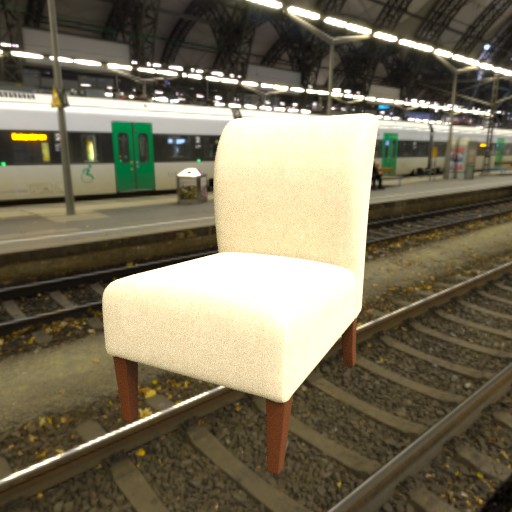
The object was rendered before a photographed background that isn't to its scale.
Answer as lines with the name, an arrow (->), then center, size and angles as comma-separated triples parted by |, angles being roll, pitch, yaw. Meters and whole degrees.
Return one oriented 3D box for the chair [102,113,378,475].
chair -> 0.000, 0.000, 1.310 | 0.521, 0.833, 0.754 | 7, 15, 27
